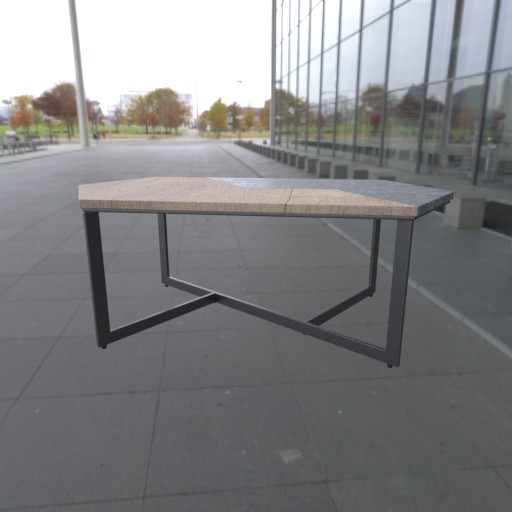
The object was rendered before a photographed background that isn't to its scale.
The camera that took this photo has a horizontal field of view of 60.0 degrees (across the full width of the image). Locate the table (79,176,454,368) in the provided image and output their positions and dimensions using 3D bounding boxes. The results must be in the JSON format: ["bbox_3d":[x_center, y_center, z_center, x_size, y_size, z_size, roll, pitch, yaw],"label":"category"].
[{"bbox_3d":[0.000,0.000,1.495,1.219,0.457,0.609,2,16,7],"label":"table"}]
